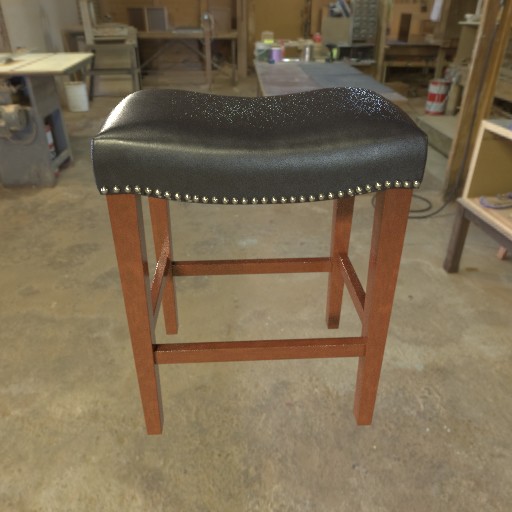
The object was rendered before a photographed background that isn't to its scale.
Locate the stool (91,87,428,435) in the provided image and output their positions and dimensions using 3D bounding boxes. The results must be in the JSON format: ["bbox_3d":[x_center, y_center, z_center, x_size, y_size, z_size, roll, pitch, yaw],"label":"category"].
[{"bbox_3d":[0.000,0.000,0.943,0.504,0.654,0.372,-2,30,-3],"label":"stool"}]
